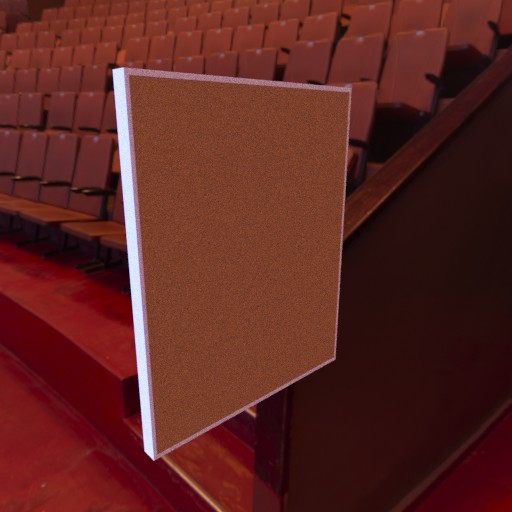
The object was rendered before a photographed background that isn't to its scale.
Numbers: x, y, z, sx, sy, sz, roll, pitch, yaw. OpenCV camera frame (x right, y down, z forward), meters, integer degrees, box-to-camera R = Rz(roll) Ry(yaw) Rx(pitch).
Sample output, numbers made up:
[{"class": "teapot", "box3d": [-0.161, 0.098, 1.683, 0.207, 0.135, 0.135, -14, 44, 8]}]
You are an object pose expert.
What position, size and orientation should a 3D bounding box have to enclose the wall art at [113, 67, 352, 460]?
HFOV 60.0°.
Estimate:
[{"class": "wall art", "box3d": [0.000, 0.000, 0.743, 0.443, 0.549, 0.030, -15, 22, -41]}]
